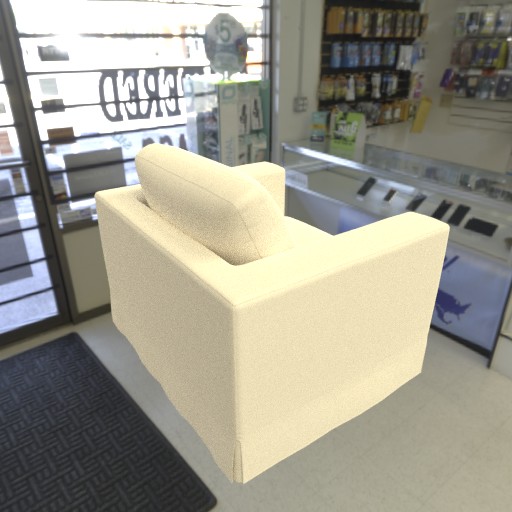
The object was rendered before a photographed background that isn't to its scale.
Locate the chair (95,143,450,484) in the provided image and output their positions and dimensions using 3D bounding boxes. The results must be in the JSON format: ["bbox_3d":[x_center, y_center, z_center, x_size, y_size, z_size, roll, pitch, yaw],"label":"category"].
[{"bbox_3d":[0.000,0.000,1.830,0.957,0.878,1.150,-17,31,-31],"label":"chair"}]
